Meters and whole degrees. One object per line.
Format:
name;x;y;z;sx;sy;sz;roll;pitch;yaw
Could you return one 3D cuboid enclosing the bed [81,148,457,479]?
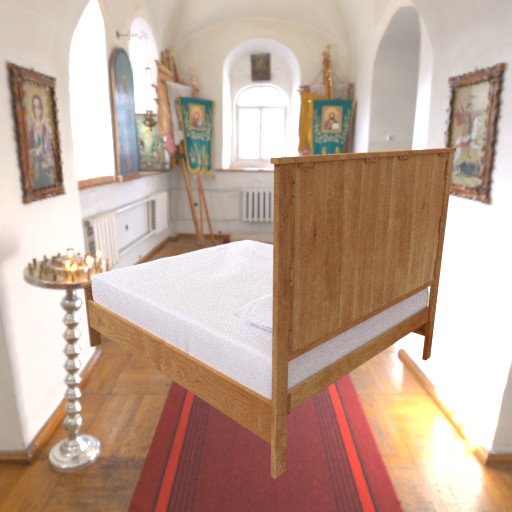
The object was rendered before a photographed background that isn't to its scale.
bed;0.000;0.000;4.074;2.530;1.938;2.225;15;21;43
